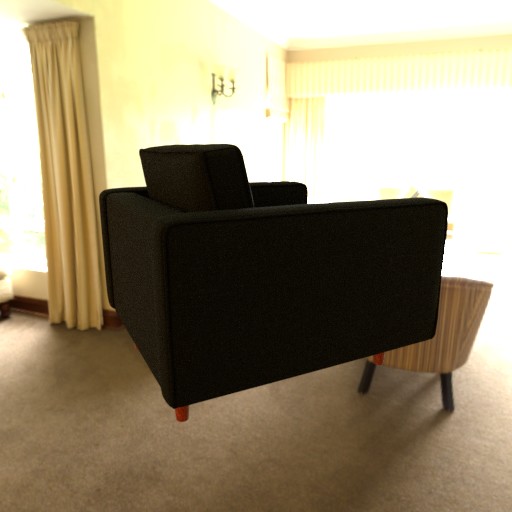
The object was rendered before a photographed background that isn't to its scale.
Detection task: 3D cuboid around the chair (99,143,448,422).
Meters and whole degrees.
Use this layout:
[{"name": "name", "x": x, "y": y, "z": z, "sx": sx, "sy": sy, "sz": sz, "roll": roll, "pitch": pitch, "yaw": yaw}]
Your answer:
[{"name": "chair", "x": 0.000, "y": 0.000, "z": 1.575, "sx": 0.920, "sy": 0.770, "sz": 0.899, "roll": -7, "pitch": 15, "yaw": -27}]
